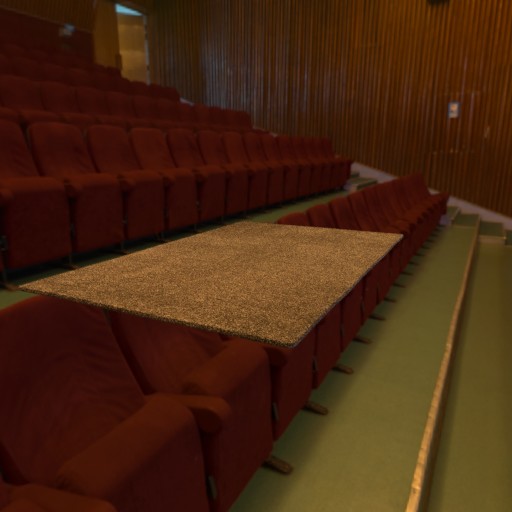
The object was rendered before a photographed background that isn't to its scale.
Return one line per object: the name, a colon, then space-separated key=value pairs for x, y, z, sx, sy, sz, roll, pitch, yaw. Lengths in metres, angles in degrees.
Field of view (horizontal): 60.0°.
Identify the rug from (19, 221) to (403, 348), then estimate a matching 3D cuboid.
rug: x=0.000 y=0.000 z=2.925 sx=1.501 sy=0.025 sz=2.352 roll=7 pitch=15 yaw=26
